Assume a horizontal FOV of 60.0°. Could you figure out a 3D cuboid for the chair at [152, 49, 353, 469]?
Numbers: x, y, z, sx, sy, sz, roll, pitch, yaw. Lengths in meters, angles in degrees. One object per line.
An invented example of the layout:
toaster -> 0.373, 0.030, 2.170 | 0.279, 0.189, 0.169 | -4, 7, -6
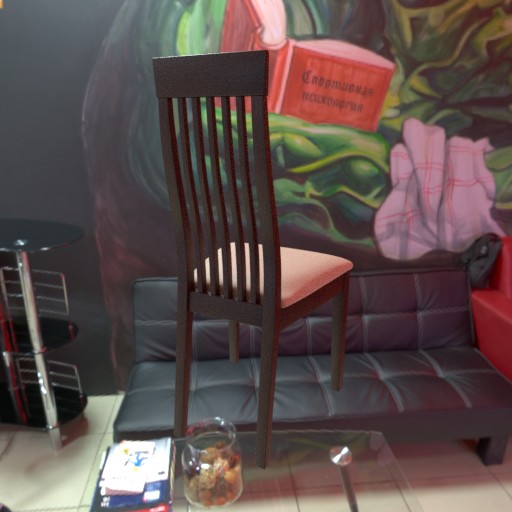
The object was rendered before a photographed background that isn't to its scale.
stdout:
chair -> 0.000, 0.000, 1.292 | 0.460, 1.027, 0.474 | 9, 19, 26
